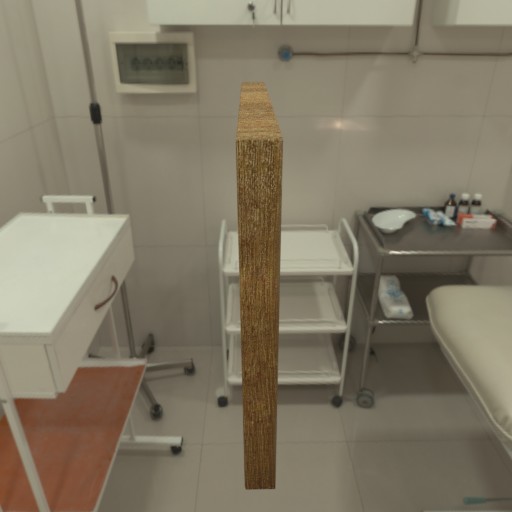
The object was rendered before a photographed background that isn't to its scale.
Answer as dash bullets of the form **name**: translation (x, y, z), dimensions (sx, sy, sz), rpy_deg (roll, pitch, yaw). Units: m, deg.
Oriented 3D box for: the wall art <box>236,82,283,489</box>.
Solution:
- **wall art**: translation (0.000, 0.000, 0.604), dimensions (0.039, 0.403, 0.406), rpy_deg (-1, 27, -1)
